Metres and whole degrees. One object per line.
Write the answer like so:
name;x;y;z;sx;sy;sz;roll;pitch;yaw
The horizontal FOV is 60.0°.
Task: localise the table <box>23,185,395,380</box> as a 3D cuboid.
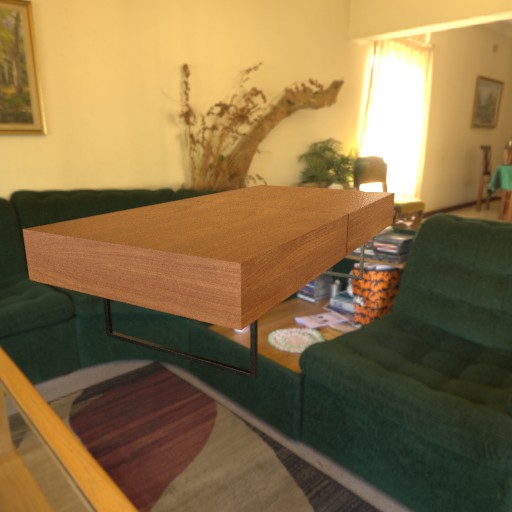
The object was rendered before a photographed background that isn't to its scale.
table;0.000;0.000;1.461;0.610;0.330;1.194;8;17;28
